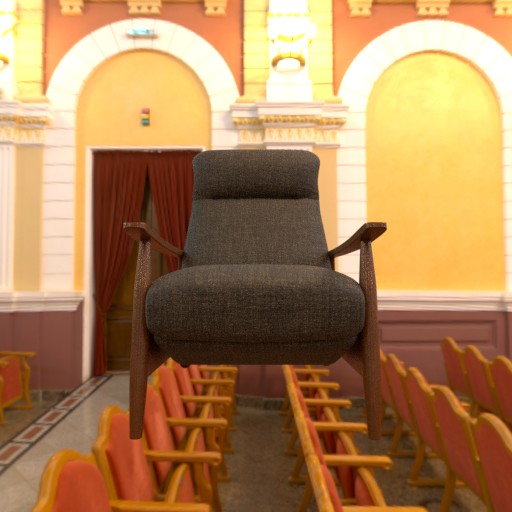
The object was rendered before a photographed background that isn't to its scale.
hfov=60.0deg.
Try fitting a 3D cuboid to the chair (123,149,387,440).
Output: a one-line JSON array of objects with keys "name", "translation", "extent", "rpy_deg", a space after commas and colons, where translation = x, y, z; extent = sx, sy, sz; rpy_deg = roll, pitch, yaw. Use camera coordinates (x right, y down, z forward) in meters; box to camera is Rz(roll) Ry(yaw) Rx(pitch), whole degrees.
[{"name": "chair", "translation": [0.000, 0.000, 1.772], "extent": [0.762, 1.082, 1.014], "rpy_deg": [0, -1, 0]}]
